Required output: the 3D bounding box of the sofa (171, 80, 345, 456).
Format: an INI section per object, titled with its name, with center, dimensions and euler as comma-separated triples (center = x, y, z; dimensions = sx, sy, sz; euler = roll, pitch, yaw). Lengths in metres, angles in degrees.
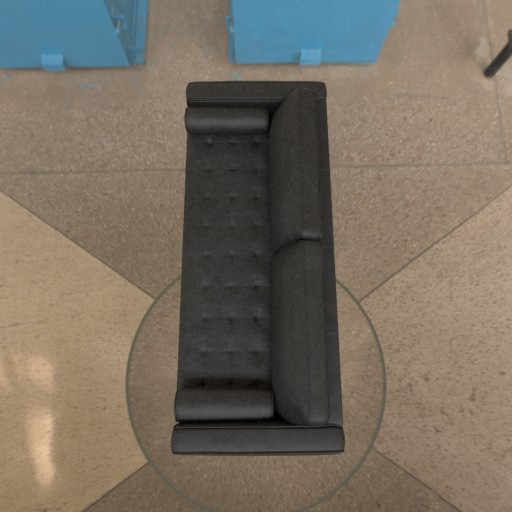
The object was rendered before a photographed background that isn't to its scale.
[sofa]
center = 0.000, 0.000, 2.690
dimensions = 0.914, 0.762, 2.210
euler = 0, 75, 0
